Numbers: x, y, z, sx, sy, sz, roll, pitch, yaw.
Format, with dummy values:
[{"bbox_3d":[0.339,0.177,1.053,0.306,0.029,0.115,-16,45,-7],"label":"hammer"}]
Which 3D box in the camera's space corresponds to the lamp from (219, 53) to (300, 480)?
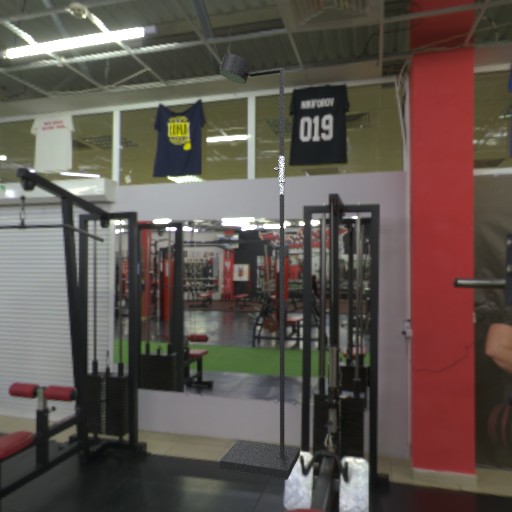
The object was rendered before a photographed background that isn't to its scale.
[{"bbox_3d":[0.000,0.000,1.729,0.304,1.600,0.203,0,-1,18],"label":"lamp"}]
